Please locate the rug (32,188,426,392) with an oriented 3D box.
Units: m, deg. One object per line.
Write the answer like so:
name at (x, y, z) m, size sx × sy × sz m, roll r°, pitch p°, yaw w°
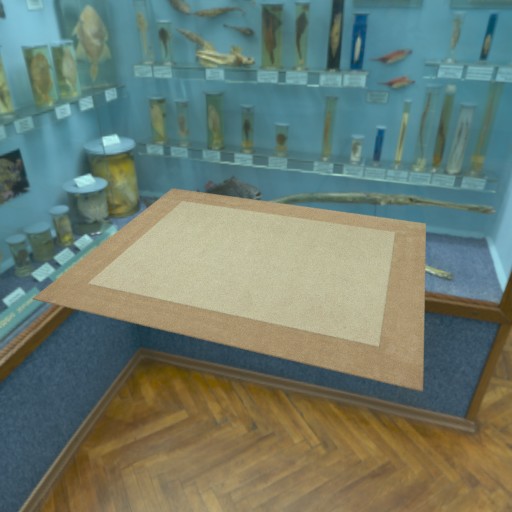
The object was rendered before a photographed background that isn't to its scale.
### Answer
rug at (0.000, 0.000, 4.203) m, size 3.048 × 0.014 × 2.438 m, roll 10°, pitch 33°, yaw 16°
